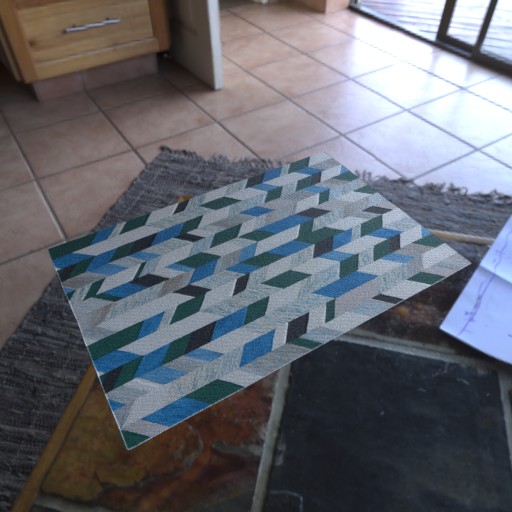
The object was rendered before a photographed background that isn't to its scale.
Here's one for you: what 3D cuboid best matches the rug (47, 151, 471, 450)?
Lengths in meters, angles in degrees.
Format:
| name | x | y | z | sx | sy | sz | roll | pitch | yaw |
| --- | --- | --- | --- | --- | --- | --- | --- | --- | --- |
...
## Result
| name | x | y | z | sx | sy | sz | roll | pitch | yaw |
| --- | --- | --- | --- | --- | --- | --- | --- | --- | --- |
| rug | 0.000 | 0.000 | 2.294 | 1.827 | 0.005 | 1.229 | -23 | 50 | -21 |
